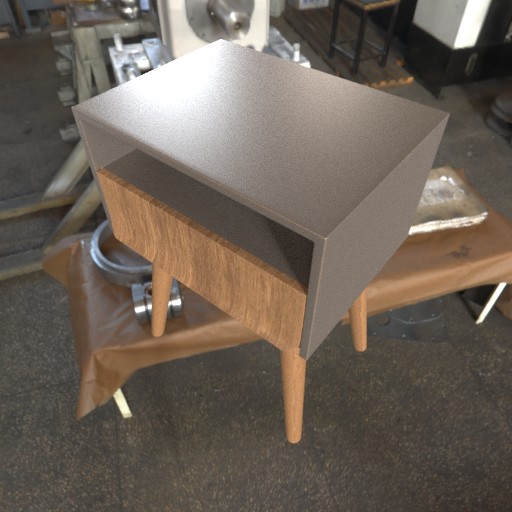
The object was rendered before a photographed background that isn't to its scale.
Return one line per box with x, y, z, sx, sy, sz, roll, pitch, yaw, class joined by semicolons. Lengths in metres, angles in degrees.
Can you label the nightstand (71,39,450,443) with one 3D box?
0.000;0.000;0.721;0.370;0.508;0.288;30;54;25;nightstand
